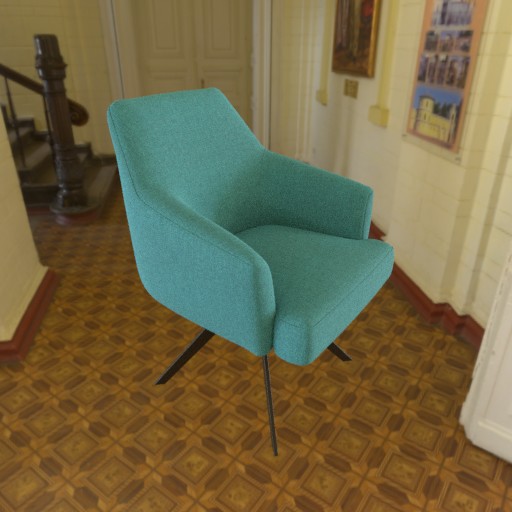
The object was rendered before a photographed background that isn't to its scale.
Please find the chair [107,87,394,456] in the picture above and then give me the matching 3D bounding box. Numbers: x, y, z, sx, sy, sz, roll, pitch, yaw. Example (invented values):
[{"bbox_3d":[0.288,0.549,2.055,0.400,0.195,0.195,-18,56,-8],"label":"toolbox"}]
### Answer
[{"bbox_3d":[0.000,0.000,1.311,0.677,0.874,0.642,18,32,31],"label":"chair"}]
